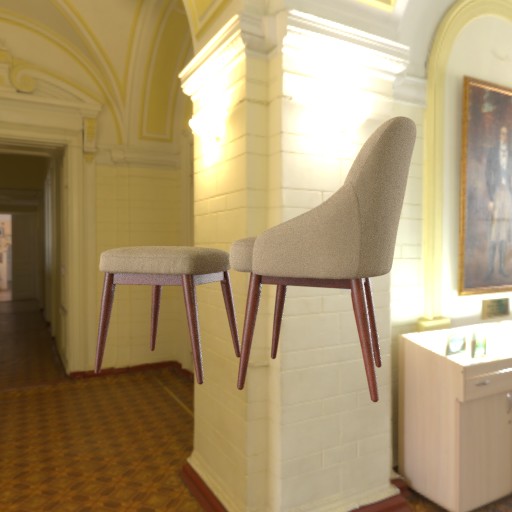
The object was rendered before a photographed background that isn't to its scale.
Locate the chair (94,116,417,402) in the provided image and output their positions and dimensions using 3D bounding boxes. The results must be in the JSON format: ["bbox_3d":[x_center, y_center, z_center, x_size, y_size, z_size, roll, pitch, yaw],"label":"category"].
[{"bbox_3d":[0.000,0.000,1.642,1.114,0.866,0.584,0,1,17],"label":"chair"}]
